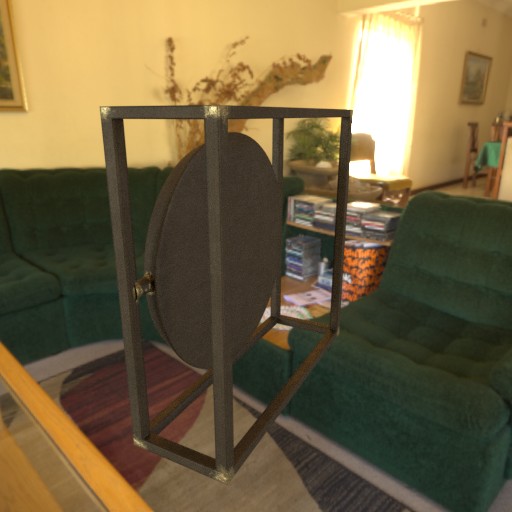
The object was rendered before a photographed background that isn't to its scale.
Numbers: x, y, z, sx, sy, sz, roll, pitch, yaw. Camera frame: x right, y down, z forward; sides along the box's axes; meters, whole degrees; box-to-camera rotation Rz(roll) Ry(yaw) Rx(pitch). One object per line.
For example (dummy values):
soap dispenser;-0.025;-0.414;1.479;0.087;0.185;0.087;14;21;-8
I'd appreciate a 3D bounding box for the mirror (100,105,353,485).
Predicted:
mirror;0.000;0.000;0.480;0.107;0.303;0.306;9;20;26
